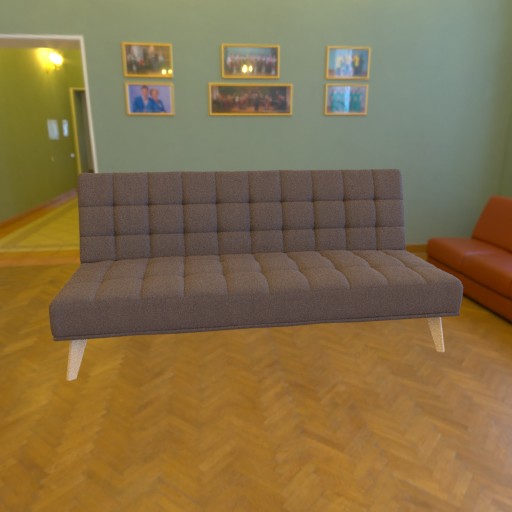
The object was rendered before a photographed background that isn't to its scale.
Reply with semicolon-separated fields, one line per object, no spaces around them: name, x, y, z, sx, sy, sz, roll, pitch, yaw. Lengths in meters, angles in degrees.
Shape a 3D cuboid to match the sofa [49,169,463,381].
sofa;0.000;0.000;2.258;1.800;0.810;0.860;-2;16;-8
